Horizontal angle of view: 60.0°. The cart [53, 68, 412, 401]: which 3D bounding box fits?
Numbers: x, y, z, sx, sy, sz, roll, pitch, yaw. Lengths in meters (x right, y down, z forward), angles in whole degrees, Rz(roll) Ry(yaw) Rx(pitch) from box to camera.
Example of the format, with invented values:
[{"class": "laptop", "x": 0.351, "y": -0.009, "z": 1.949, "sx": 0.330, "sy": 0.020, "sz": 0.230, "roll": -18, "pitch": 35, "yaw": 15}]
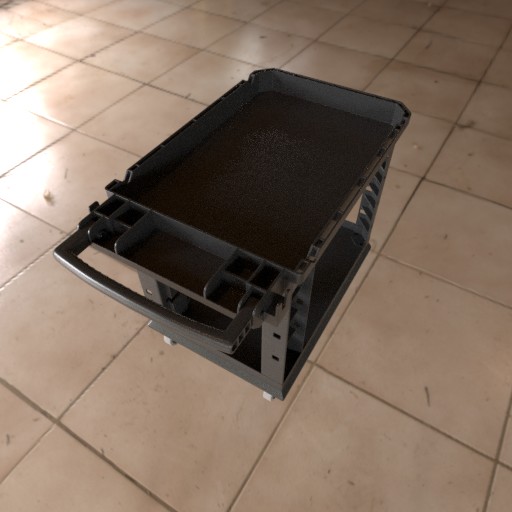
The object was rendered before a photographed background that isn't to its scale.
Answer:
[{"class": "cart", "x": 0.000, "y": 0.000, "z": 1.752, "sx": 0.674, "sy": 0.884, "sz": 1.239, "roll": 24, "pitch": 52, "yaw": 20}]
